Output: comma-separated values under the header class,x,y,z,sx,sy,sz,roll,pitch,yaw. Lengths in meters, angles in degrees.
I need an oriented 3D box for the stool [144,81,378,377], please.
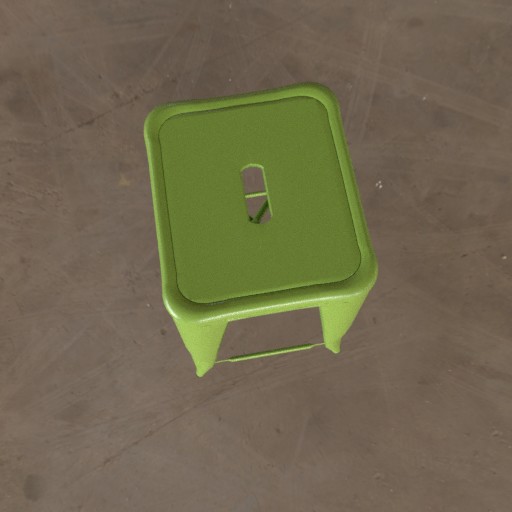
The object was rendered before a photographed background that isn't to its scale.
class,x,y,z,sx,sy,sz,roll,pitch,yaw
stool,0.000,0.000,0.833,0.358,0.609,0.398,-9,75,-2
